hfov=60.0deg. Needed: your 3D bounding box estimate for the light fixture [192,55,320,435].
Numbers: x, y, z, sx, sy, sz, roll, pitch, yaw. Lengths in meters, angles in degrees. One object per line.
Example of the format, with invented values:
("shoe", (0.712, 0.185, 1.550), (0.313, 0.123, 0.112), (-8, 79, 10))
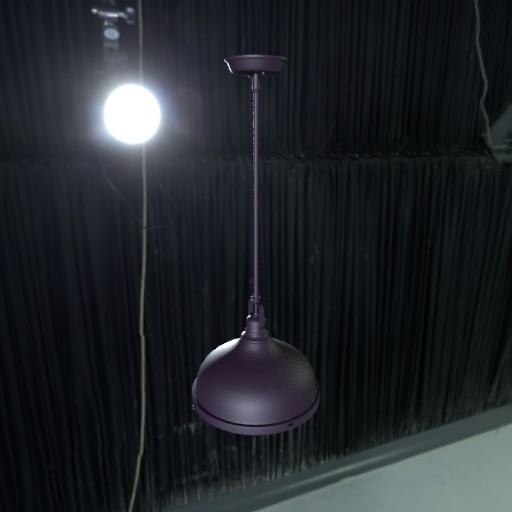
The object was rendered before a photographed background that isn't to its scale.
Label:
("light fixture", (0.000, 0.000, 1.039), (0.341, 0.849, 0.341), (-8, 18, -26))
